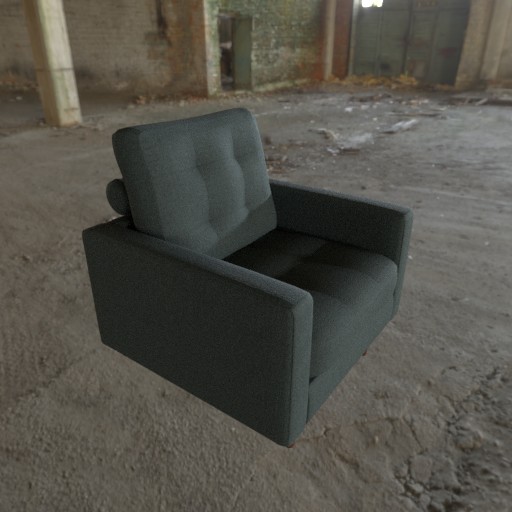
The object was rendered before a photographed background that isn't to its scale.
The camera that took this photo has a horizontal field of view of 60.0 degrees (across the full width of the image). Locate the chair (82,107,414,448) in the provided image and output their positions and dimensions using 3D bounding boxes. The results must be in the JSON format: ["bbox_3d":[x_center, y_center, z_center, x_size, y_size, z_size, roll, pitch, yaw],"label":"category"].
[{"bbox_3d":[0.000,0.000,1.521,0.843,0.880,0.821,18,31,32],"label":"chair"}]
